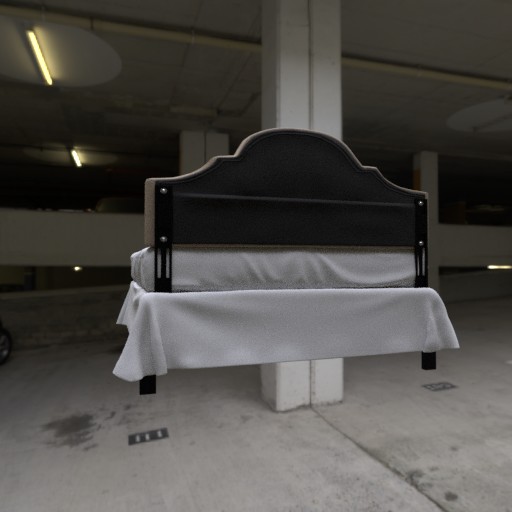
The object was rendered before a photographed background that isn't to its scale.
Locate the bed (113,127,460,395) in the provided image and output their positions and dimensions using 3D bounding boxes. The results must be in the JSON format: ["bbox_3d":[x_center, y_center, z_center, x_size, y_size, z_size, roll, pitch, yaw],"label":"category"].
[{"bbox_3d":[0.000,0.000,3.774,2.303,1.631,2.222,0,-1,-18],"label":"bed"}]
